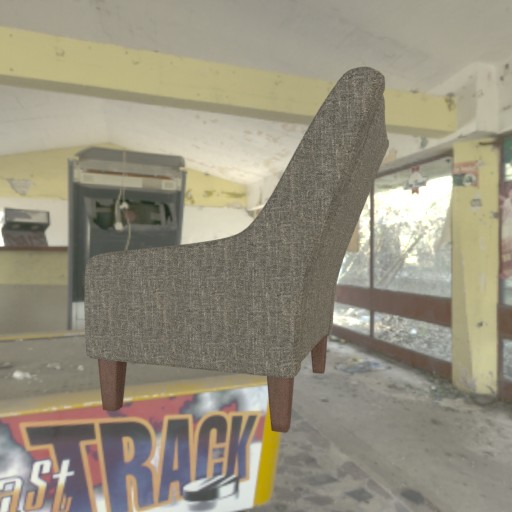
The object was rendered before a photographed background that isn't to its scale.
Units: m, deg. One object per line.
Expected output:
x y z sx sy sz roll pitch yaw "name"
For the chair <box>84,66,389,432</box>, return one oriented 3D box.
0.000 0.000 1.661 0.944 1.012 0.793 0 0 18 "chair"
